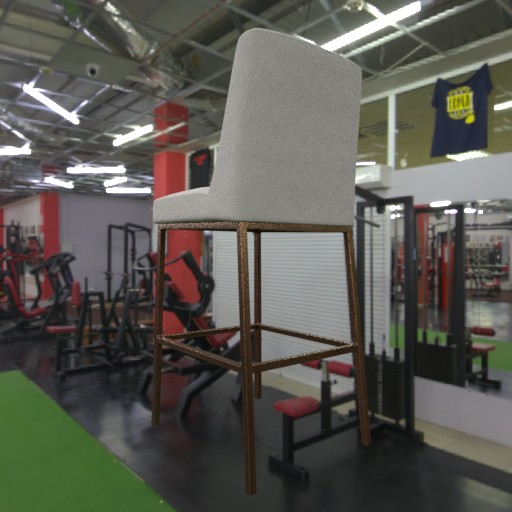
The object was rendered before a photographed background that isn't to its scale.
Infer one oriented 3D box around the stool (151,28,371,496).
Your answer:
[{"bbox_3d":[0.000,0.000,1.343,0.462,1.084,0.546,-1,1,-38],"label":"stool"}]
